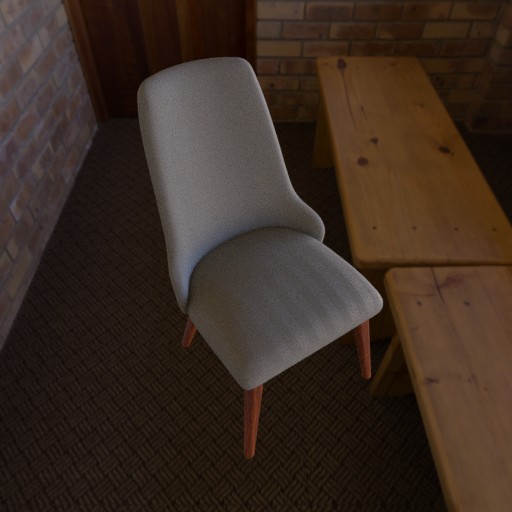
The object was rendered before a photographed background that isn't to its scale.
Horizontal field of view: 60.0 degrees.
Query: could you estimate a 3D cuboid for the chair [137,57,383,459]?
[{"bbox_3d":[0.000,0.000,1.337,0.535,0.918,0.707,-25,51,-22],"label":"chair"}]
